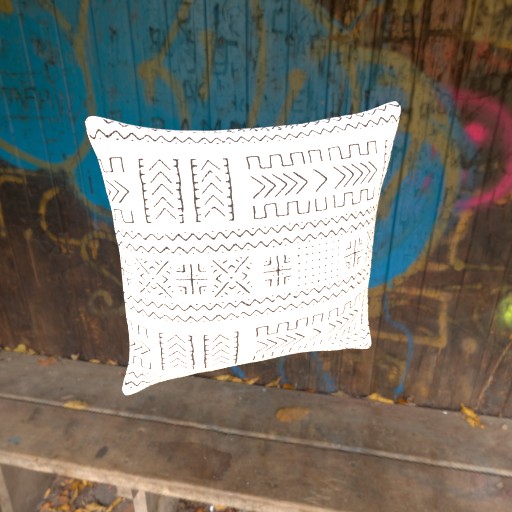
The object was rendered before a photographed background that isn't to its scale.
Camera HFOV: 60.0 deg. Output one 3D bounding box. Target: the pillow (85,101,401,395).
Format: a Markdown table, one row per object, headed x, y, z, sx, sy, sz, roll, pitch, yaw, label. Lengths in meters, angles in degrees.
| x | y | z | sx | sy | sz | roll | pitch | yaw | label |
| --- | --- | --- | --- | --- | --- | --- | --- | --- | --- |
| 0.000 | 0.000 | 0.670 | 0.438 | 0.430 | 0.164 | -8 | 26 | -16 | pillow |
